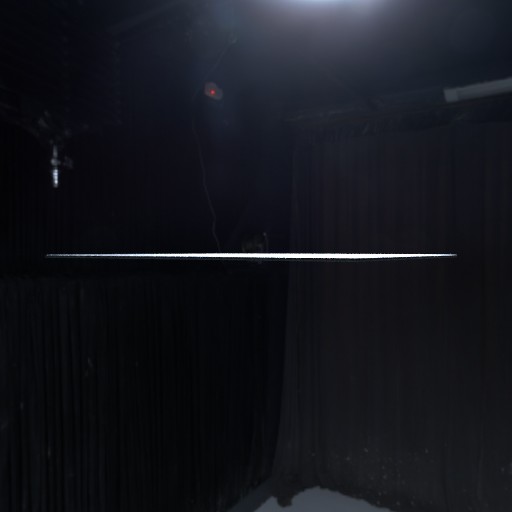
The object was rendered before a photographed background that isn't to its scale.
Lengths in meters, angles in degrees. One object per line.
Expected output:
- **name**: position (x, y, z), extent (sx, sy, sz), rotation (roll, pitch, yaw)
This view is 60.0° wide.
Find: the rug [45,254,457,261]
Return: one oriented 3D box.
- **rug**: position (0.000, 0.000, 4.189), extent (3.042, 0.021, 2.456), rotation (0, 1, 36)
